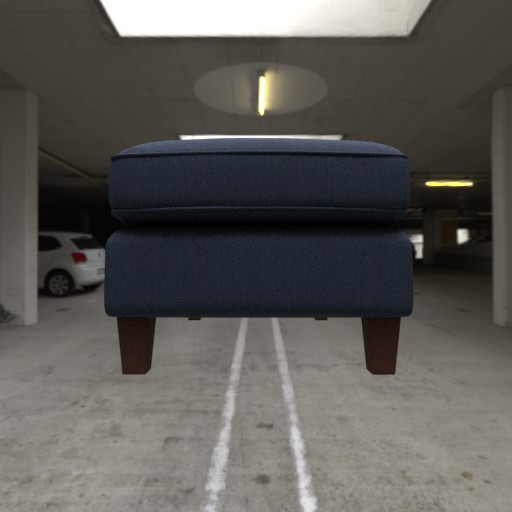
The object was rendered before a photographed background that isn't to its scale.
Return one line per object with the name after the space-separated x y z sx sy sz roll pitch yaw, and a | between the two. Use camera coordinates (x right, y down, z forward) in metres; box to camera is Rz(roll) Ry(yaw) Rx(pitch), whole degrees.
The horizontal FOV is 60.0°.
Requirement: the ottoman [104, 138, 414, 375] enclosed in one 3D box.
0.000 0.000 1.194 0.570 0.438 0.885 0 -1 0 | ottoman
